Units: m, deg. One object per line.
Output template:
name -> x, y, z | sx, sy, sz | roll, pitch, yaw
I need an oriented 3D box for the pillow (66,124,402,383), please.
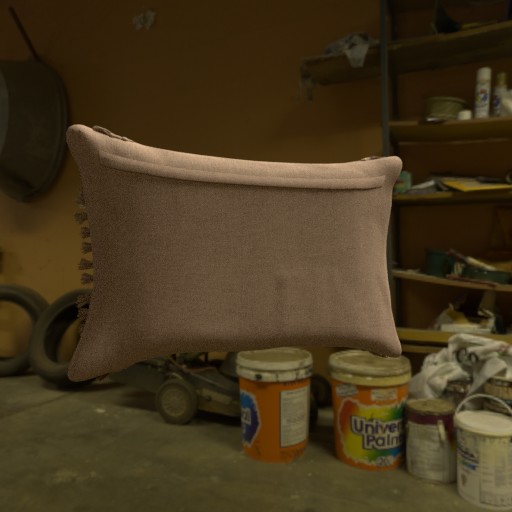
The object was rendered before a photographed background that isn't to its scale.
pillow -> 0.000, 0.000, 0.589 | 0.466, 0.305, 0.084 | 0, -1, -20
